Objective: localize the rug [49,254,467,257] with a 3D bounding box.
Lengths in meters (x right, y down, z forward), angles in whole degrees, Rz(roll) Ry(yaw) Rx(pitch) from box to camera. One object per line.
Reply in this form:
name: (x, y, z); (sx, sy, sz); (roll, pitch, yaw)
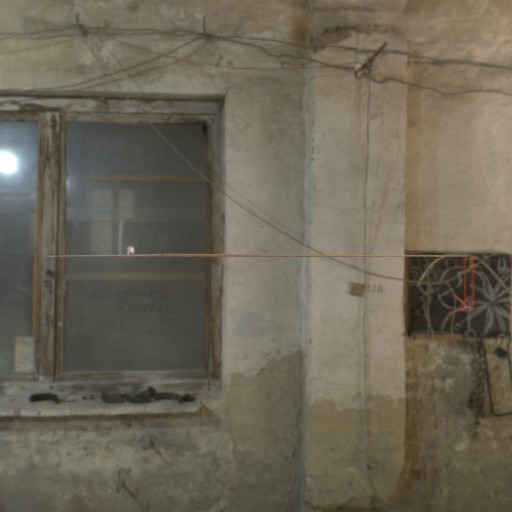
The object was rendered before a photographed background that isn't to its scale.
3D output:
rug: (0.000, 0.000, 4.139); (3.143, 0.008, 2.451); (0, 0, -38)
